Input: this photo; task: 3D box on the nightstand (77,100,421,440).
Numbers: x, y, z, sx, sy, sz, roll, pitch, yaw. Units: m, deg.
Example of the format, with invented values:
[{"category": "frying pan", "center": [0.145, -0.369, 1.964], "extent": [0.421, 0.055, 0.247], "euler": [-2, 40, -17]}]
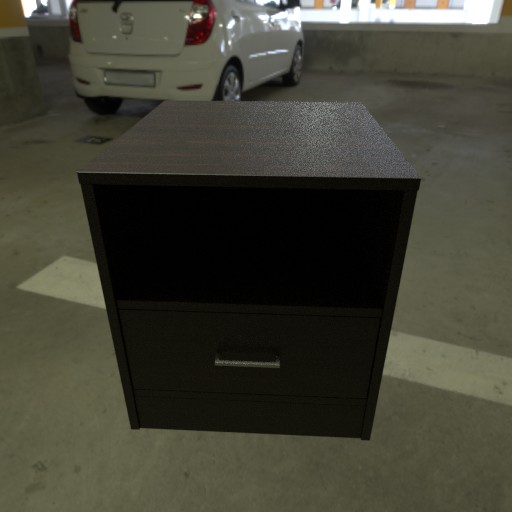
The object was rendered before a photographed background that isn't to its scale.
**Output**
[{"category": "nightstand", "center": [0.000, 0.000, 0.813], "extent": [0.400, 0.460, 0.461], "euler": [2, 30, 3]}]
